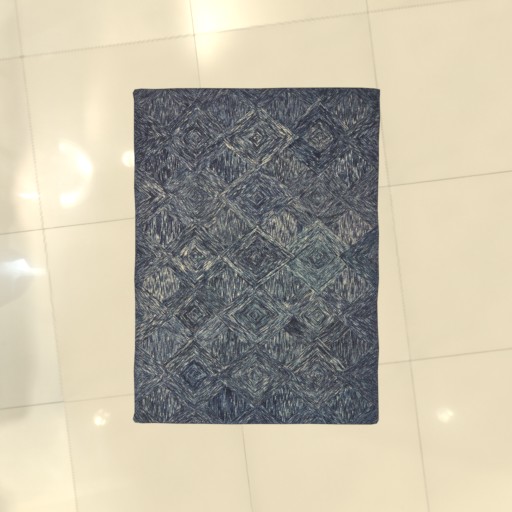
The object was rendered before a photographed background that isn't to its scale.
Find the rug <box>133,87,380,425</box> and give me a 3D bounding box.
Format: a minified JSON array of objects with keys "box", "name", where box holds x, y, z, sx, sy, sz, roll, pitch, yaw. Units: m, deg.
[{"box":[0.000,0.000,4.271,2.385,0.024,3.245,0,90,1],"name":"rug"}]
